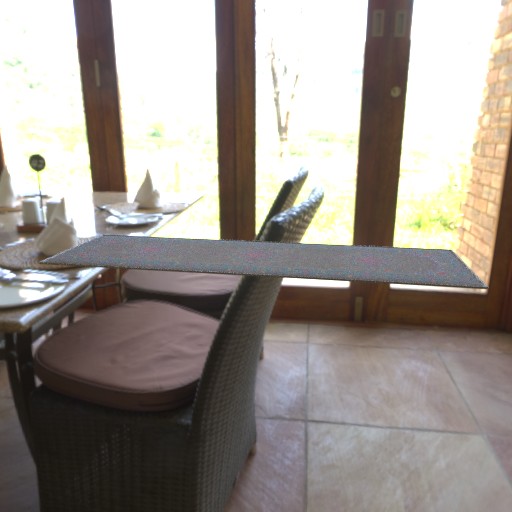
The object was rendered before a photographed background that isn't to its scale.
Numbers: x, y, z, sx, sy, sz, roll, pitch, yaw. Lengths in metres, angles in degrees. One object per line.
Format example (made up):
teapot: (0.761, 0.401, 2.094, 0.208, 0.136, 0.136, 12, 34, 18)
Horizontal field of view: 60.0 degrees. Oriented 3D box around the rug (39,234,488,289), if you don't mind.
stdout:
rug: (0.000, 0.000, 2.035, 1.827, 0.012, 0.553, 3, 16, 10)
